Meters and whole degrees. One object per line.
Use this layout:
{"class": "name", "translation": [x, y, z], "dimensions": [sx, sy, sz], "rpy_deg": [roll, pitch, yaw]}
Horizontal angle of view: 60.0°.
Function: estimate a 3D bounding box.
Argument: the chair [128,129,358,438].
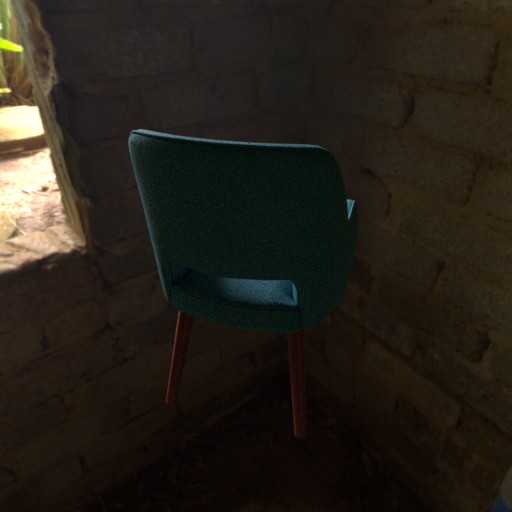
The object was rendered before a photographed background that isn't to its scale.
{"class": "chair", "translation": [0.000, 0.000, 1.286], "dimensions": [0.548, 0.849, 0.605], "rpy_deg": [9, 33, 14]}
